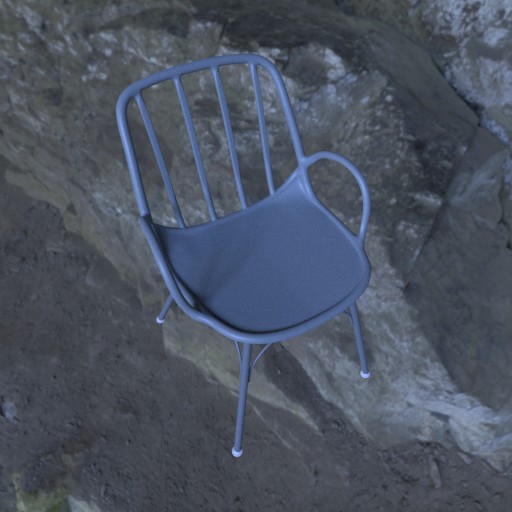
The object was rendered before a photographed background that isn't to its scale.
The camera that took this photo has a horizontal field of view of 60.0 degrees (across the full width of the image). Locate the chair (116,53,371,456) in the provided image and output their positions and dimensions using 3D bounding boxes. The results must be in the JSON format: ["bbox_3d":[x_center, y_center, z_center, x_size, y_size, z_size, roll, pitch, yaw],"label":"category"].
[{"bbox_3d":[0.000,0.000,1.178,0.549,0.816,0.597,-24,51,-20],"label":"chair"}]
